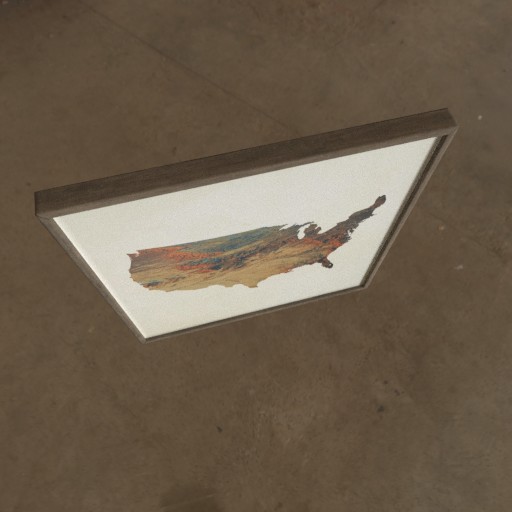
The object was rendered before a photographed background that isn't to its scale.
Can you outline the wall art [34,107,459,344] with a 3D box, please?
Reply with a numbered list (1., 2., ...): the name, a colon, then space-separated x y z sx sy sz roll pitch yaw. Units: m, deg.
1. wall art: 0.000 0.000 1.102 0.749 0.751 0.050 -13 64 -7
